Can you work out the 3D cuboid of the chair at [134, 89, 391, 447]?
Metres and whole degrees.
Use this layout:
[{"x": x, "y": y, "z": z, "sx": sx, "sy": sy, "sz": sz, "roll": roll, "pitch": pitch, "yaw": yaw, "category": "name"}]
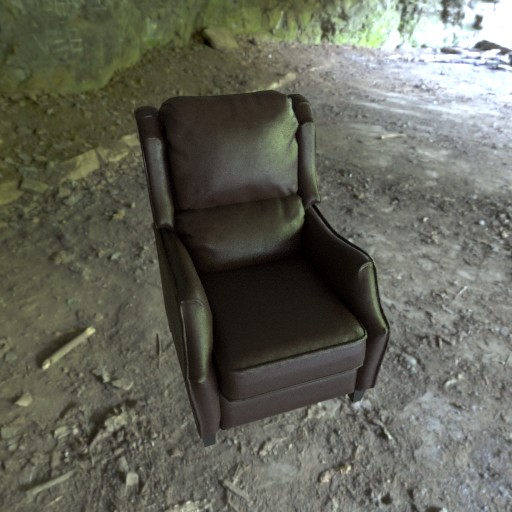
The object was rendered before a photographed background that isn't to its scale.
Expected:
[{"x": 0.000, "y": 0.000, "z": 1.794, "sx": 0.770, "sy": 1.132, "sz": 0.982, "roll": -10, "pitch": 34, "yaw": -16, "category": "chair"}]
